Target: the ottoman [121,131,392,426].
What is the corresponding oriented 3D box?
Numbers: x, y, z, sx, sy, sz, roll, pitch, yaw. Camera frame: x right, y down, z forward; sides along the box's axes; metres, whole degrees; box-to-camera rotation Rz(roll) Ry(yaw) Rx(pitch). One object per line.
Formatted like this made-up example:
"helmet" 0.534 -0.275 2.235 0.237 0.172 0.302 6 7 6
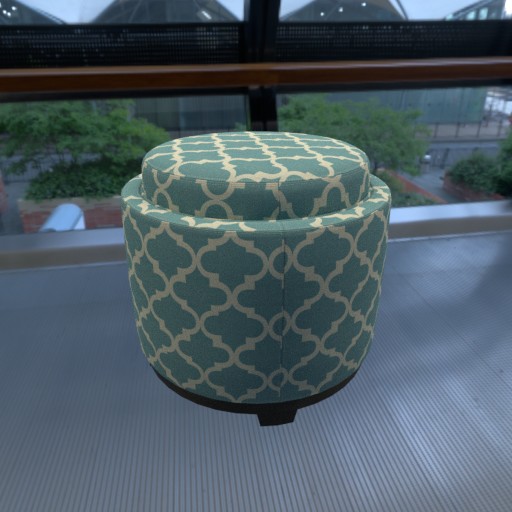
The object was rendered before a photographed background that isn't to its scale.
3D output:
"ottoman" 0.000 0.000 0.860 0.480 0.429 0.480 0 25 0
